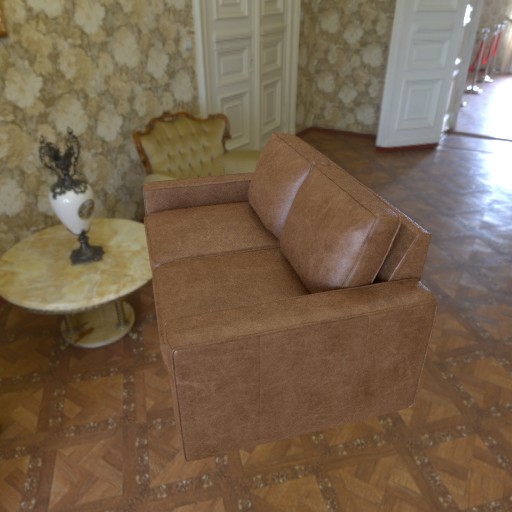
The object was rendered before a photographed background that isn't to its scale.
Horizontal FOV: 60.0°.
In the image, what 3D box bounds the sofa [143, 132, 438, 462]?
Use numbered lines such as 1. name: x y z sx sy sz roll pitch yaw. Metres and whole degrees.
1. sofa: 0.000 0.000 2.176 1.020 0.896 1.532 -8 31 -13
